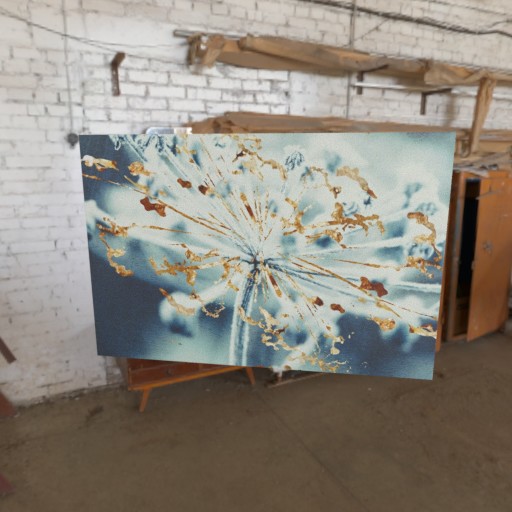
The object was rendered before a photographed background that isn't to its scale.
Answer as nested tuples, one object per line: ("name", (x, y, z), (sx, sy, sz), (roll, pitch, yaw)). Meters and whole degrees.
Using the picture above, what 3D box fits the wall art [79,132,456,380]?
("wall art", (0.000, 0.000, 1.426), (1.138, 0.759, 0.035), (2, 13, 9))
